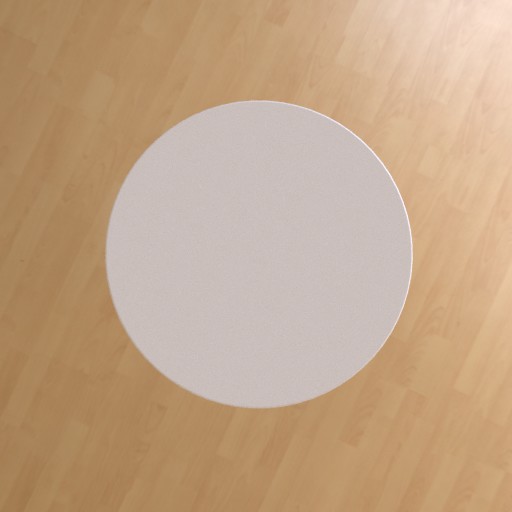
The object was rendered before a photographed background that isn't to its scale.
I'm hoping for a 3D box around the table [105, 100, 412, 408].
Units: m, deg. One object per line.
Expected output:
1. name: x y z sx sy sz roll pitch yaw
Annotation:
1. table: 0.000 0.000 1.685 0.795 1.105 0.792 0 89 -1
